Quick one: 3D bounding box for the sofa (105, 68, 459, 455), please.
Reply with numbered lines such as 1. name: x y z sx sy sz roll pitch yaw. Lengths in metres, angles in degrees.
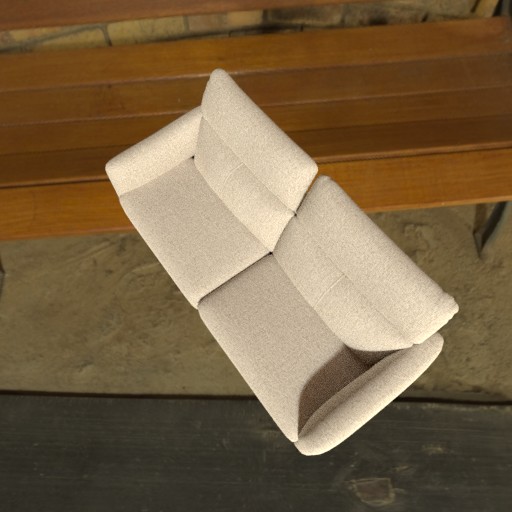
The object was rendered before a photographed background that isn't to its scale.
1. sofa: 0.000 0.000 2.465 0.856 0.956 2.015 -34 68 -15
